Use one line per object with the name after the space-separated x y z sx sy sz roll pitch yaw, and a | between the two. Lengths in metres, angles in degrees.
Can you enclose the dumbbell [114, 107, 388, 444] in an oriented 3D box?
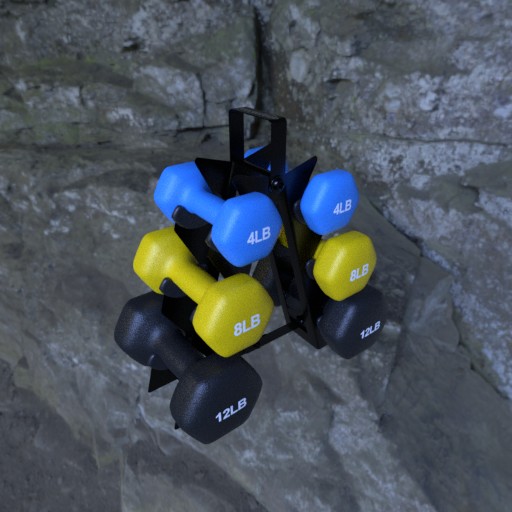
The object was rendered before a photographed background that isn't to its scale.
0.000 0.000 0.679 0.409 0.426 0.255 -20 35 -32 | dumbbell
